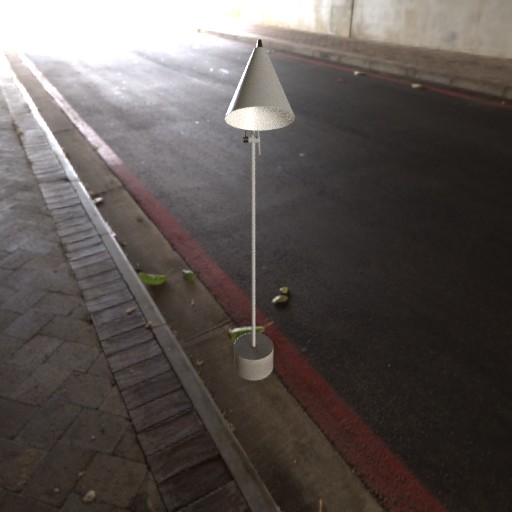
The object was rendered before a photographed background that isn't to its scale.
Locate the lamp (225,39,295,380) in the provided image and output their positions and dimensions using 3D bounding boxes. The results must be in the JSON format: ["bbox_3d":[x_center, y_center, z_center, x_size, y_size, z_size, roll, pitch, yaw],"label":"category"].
[{"bbox_3d":[0.000,0.000,1.606,0.223,1.430,0.508,1,32,2],"label":"lamp"}]
